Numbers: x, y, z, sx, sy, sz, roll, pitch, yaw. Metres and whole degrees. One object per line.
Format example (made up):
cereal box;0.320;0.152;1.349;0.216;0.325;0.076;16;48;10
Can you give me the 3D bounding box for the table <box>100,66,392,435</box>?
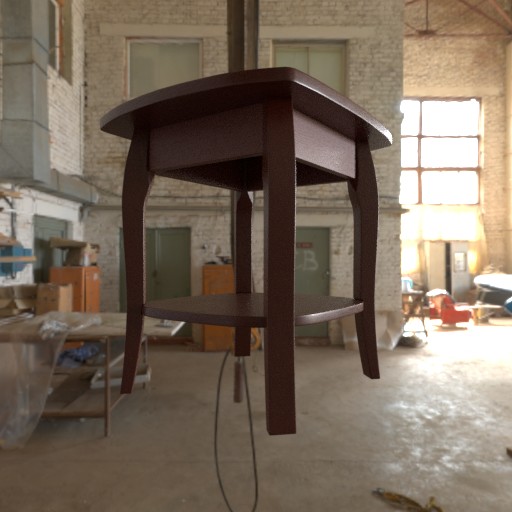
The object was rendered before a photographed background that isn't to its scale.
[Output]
table;0.000;0.000;0.862;0.433;0.496;0.502;0;0;35
